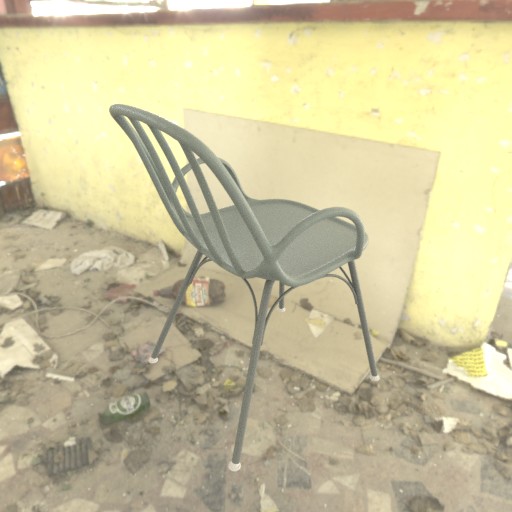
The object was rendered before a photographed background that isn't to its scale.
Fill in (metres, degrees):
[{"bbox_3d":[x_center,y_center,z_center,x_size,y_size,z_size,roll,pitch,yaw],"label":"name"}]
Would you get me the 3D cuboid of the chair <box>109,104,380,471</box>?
[{"bbox_3d":[0.000,0.000,1.198,0.597,0.816,0.549,-18,32,-31],"label":"chair"}]
